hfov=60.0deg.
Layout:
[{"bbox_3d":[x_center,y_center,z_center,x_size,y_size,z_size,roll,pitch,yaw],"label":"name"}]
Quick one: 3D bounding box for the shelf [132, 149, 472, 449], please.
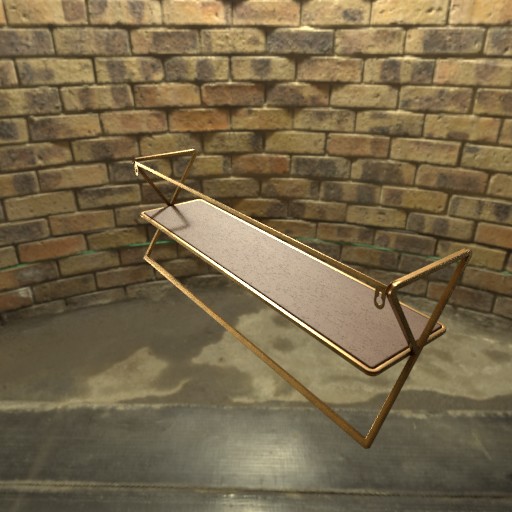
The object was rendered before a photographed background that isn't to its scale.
[{"bbox_3d":[0.000,0.000,0.756,0.150,0.229,0.645,-18,31,-32],"label":"shelf"}]
